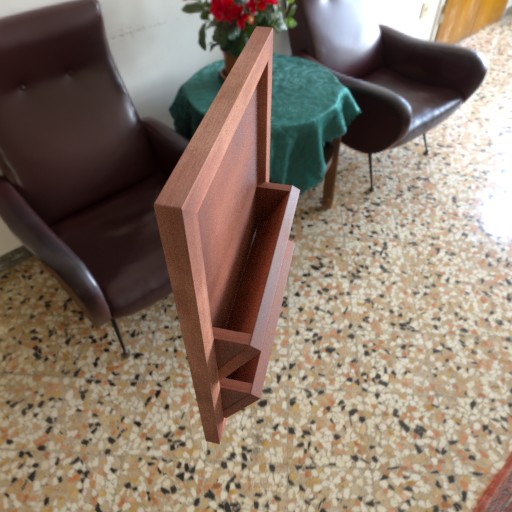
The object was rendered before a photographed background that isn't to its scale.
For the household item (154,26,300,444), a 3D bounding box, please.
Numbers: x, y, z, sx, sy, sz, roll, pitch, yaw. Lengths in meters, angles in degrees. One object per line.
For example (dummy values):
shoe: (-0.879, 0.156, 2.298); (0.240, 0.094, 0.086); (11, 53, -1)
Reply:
household item: (0.000, 0.000, 0.532); (0.067, 0.407, 0.310); (9, 48, 8)
